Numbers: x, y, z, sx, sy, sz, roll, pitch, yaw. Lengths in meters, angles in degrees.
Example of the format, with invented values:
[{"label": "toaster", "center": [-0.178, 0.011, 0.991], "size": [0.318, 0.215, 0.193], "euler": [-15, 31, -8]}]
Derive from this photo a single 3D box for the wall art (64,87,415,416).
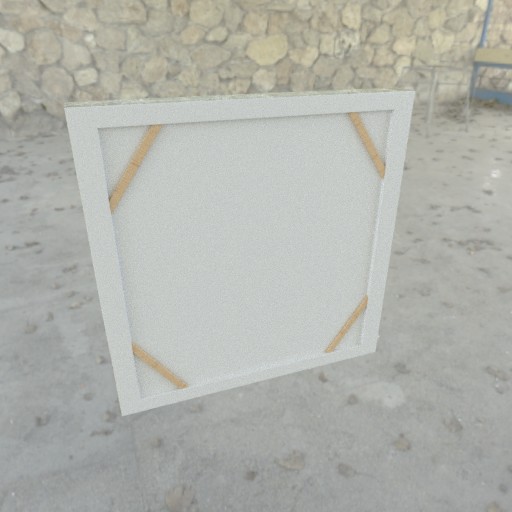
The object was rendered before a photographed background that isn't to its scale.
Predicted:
[{"label": "wall art", "center": [0.000, 0.000, 0.594], "size": [0.405, 0.407, 0.038], "euler": [-9, 28, -18]}]
